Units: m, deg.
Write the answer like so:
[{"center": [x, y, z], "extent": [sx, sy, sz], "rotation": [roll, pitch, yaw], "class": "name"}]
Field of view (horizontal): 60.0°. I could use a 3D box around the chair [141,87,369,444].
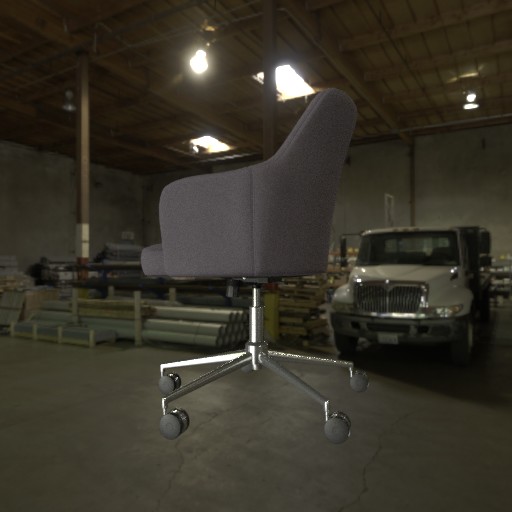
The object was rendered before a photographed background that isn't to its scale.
[{"center": [0.000, 0.000, 1.266], "extent": [0.600, 0.820, 0.655], "rotation": [0, -1, 18], "class": "chair"}]
